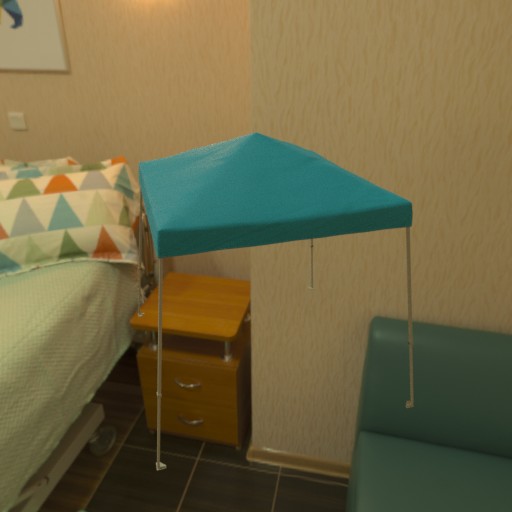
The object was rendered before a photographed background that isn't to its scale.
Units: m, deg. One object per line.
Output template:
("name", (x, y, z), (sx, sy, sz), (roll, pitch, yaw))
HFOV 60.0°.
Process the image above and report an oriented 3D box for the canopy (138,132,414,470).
("canopy", (0.000, 0.000, 6.603), (3.600, 3.600, 3.599), (-8, 27, -15))
